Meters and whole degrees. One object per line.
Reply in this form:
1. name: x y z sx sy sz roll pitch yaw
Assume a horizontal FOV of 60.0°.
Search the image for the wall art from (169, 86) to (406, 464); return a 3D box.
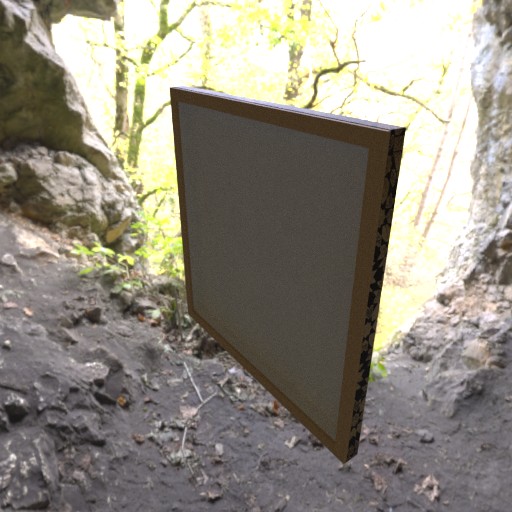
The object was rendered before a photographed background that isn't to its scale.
1. wall art: 0.000 0.000 0.920 0.038 0.612 0.612 -18 32 -32
